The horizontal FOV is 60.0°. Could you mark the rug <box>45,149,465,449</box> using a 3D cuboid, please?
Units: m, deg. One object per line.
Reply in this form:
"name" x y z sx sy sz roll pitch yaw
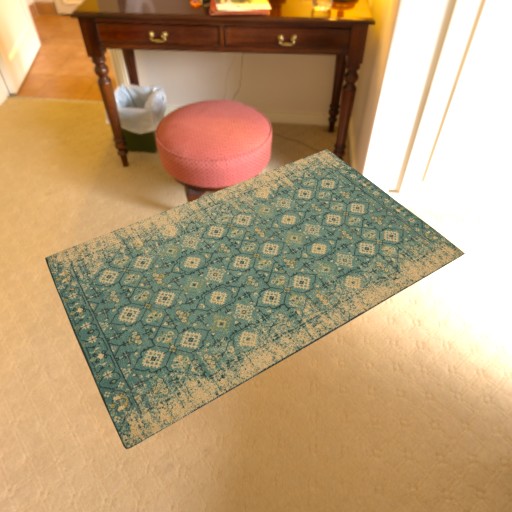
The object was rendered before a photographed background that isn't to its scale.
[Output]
"rug" 0.000 0.000 2.202 1.795 0.008 1.102 -25 51 -22
